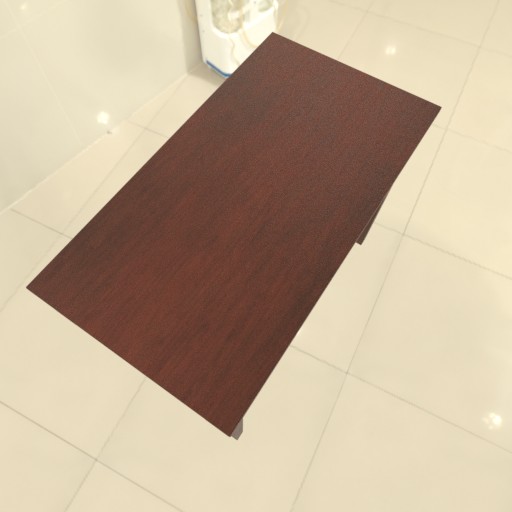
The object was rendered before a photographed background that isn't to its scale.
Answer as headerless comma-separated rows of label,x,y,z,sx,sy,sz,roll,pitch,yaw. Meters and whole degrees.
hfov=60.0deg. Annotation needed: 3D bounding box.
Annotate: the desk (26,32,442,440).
desk,0.000,0.000,1.430,0.549,0.762,1.001,31,68,14
